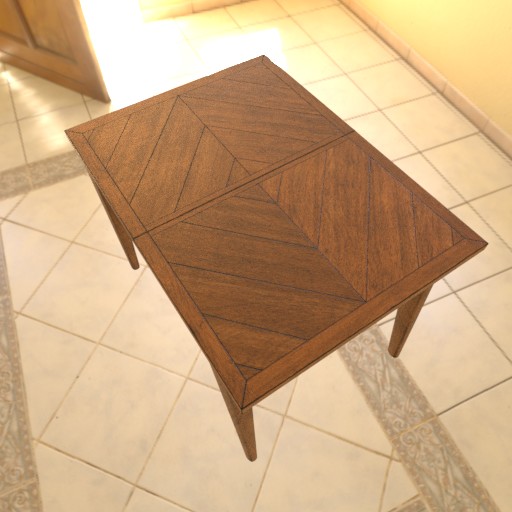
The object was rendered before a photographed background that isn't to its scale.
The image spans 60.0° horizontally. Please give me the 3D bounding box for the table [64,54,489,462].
[{"bbox_3d":[0.000,0.000,1.577,0.757,0.760,1.027,-29,61,-18],"label":"table"}]
